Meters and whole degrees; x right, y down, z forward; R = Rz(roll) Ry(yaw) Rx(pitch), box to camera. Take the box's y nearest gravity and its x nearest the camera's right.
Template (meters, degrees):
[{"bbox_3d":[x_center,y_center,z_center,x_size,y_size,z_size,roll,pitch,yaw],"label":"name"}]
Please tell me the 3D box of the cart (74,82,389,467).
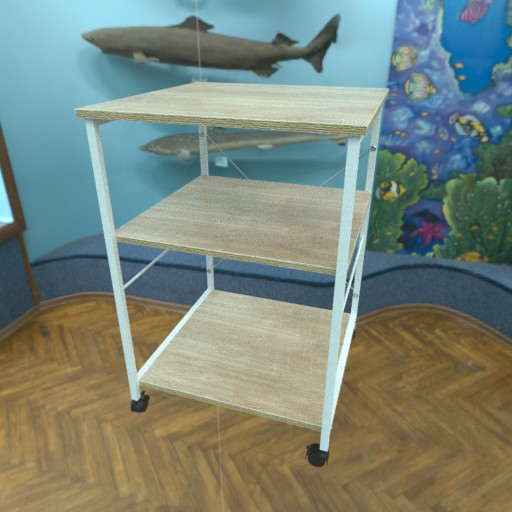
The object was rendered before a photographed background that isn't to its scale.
[{"bbox_3d":[0.000,0.000,1.120,0.521,0.762,0.520,8,28,16],"label":"cart"}]
